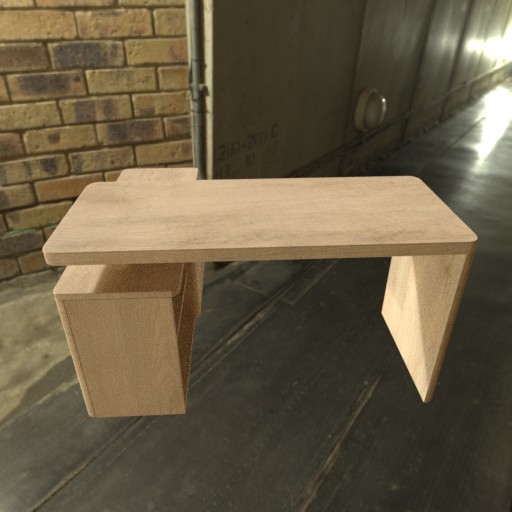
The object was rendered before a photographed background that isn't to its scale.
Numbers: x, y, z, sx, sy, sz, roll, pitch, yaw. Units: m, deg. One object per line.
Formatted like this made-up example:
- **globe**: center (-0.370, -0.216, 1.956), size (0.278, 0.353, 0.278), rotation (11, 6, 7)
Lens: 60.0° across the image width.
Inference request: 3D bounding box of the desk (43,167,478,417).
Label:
- **desk**: center (0.000, 0.000, 2.089), size (1.400, 0.770, 1.175), rotation (-2, 31, -3)
